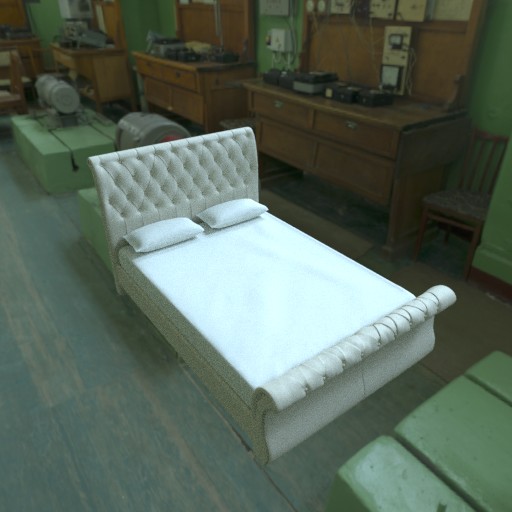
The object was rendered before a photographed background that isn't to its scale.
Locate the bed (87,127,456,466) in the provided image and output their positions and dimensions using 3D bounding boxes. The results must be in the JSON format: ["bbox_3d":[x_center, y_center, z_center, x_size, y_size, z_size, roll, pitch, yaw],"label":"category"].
[{"bbox_3d":[0.000,0.000,3.475,1.606,1.268,2.493,-21,37,-31],"label":"bed"}]
